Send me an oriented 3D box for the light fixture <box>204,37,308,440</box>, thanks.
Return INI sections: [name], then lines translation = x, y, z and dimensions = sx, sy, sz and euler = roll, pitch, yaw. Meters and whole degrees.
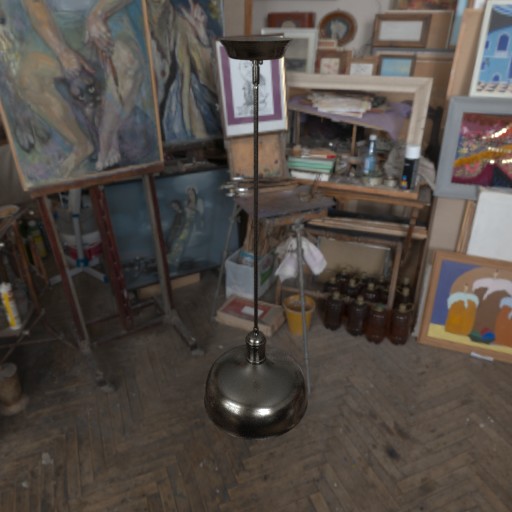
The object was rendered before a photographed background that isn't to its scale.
[light fixture]
translation = 0.000, 0.000, 1.061
dimensions = 0.299, 0.935, 0.299
euler = -8, 30, -14
